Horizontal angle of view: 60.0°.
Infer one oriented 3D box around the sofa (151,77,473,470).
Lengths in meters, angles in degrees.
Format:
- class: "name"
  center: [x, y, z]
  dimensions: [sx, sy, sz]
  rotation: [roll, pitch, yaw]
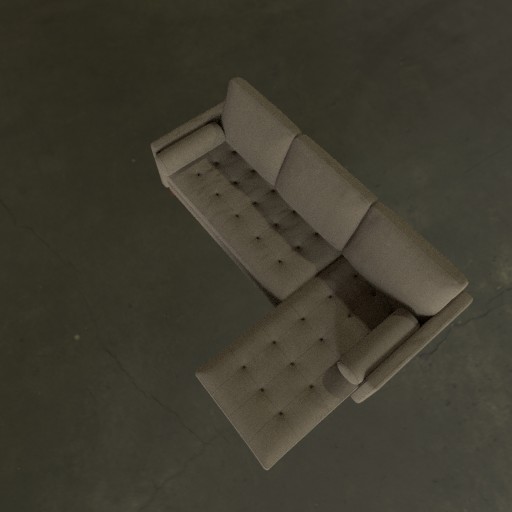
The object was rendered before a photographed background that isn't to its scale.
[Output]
- class: "sofa"
  center: [0.000, 0.000, 2.881]
  dimensions: [1.506, 0.875, 2.178]
  rotation: [-36, 69, -16]
